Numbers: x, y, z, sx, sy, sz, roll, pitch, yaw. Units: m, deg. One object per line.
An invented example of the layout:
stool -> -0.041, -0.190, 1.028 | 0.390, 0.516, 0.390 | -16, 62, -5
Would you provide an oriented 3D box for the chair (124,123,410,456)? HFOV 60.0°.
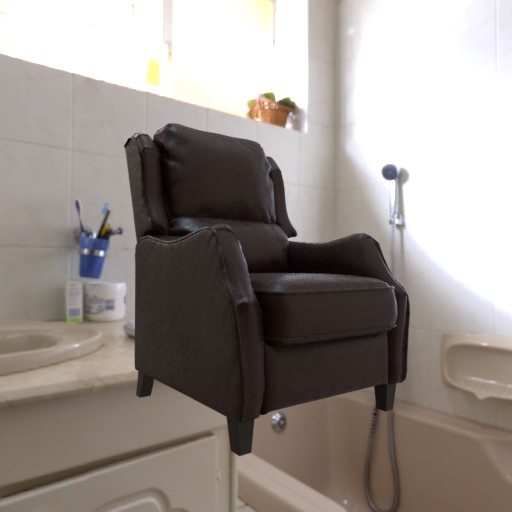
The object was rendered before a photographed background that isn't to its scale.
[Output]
chair -> 0.000, 0.000, 1.749 | 0.770, 1.132, 0.982 | 1, -2, -36
